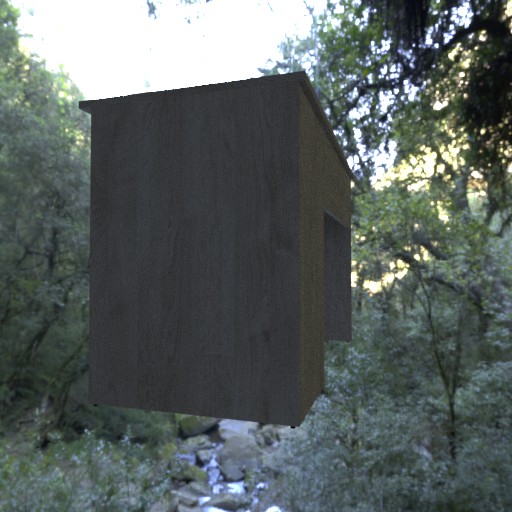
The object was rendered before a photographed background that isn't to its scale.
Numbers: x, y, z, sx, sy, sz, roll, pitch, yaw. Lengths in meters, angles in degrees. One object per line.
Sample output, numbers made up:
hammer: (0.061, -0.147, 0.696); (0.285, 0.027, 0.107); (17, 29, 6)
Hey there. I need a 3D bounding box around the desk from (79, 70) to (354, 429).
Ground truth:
desk: (0.000, 0.000, 1.510); (0.560, 0.735, 1.097); (0, -1, 18)
